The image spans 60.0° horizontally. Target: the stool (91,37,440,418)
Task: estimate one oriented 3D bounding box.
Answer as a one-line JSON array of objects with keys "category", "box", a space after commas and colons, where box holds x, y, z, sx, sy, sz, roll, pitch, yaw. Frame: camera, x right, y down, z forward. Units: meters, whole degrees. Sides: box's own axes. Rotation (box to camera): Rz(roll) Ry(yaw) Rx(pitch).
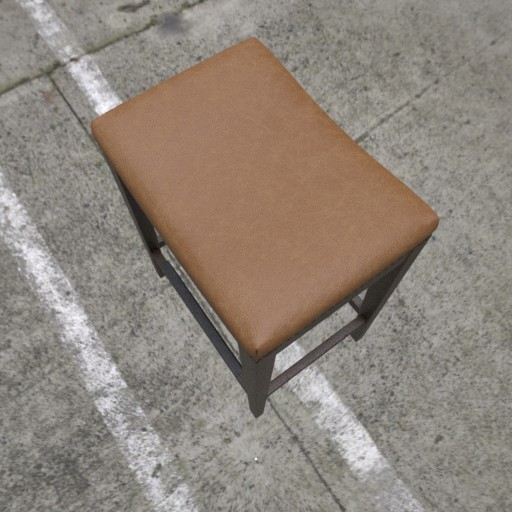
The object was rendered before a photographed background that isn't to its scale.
[{"category": "stool", "box": [0.000, 0.000, 0.963, 0.361, 0.660, 0.500, -33, 70, -14]}]
